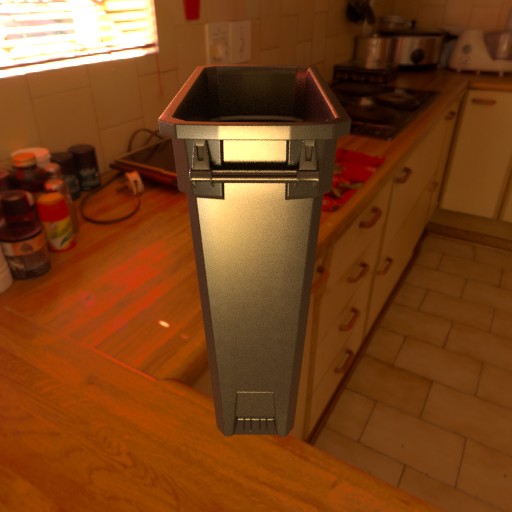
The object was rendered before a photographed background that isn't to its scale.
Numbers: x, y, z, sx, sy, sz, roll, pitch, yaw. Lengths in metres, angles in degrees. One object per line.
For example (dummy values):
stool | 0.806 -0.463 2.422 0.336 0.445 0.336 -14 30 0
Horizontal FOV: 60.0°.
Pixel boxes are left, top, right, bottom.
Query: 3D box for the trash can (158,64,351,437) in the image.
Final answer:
trash can | 0.000 0.000 1.048 0.281 0.762 0.559 0 32 0
